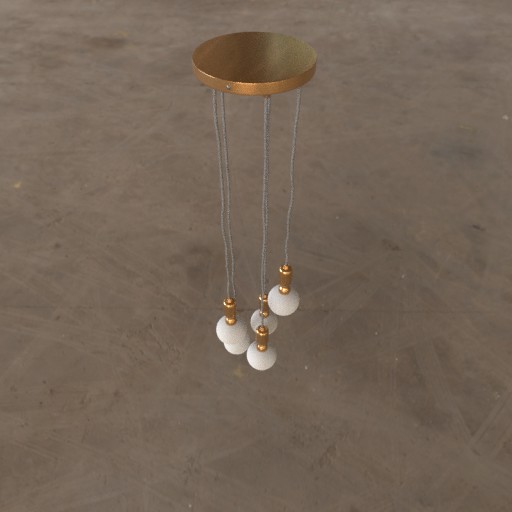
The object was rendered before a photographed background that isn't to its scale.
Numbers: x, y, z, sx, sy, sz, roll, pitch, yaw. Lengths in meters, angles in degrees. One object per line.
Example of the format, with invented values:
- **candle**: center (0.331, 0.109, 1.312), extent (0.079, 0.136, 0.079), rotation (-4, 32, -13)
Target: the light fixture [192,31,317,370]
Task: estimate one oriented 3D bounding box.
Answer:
- **light fixture**: center (0.000, 0.000, 0.509), extent (0.108, 0.457, 0.105), rotation (16, 49, 15)
